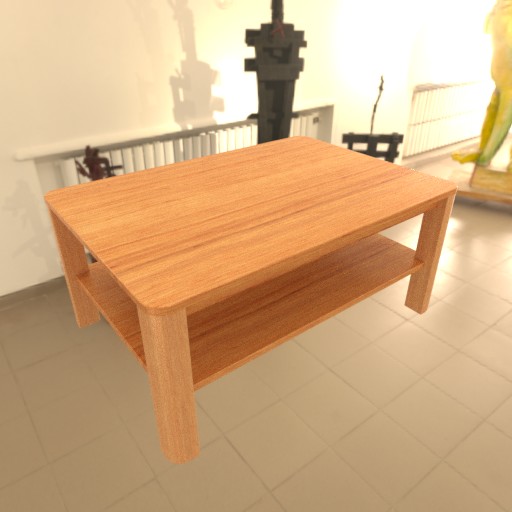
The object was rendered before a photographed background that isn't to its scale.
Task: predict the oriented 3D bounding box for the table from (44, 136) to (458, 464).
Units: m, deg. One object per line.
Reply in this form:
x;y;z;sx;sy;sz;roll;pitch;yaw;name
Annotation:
0.000;0.000;1.383;0.997;0.445;0.696;-21;36;-32;table
